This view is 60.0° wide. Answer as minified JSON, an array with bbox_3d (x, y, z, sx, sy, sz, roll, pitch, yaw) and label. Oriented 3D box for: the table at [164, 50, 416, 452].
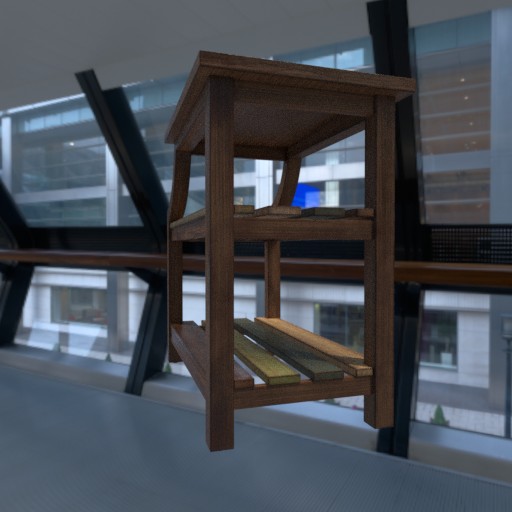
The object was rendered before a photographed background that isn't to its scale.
[{"bbox_3d":[0.000,0.000,0.964,0.356,0.584,0.609,0,1,-17],"label":"table"}]
